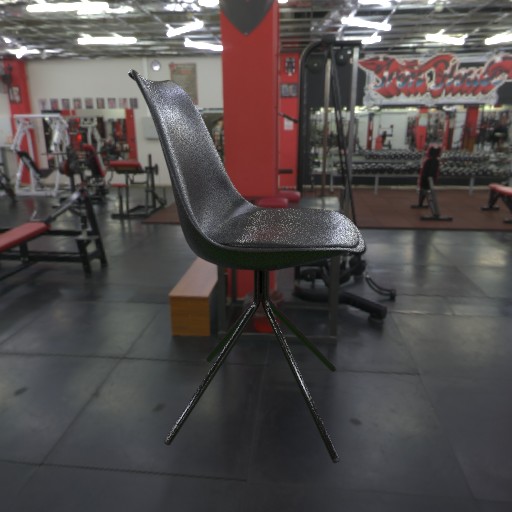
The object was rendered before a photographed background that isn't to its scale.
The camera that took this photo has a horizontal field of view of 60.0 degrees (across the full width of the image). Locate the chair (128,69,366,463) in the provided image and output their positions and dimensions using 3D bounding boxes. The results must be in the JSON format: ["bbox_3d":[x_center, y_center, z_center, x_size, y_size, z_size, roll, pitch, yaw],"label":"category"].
[{"bbox_3d":[0.000,0.000,1.111,0.525,0.850,0.461,2,17,8],"label":"chair"}]
